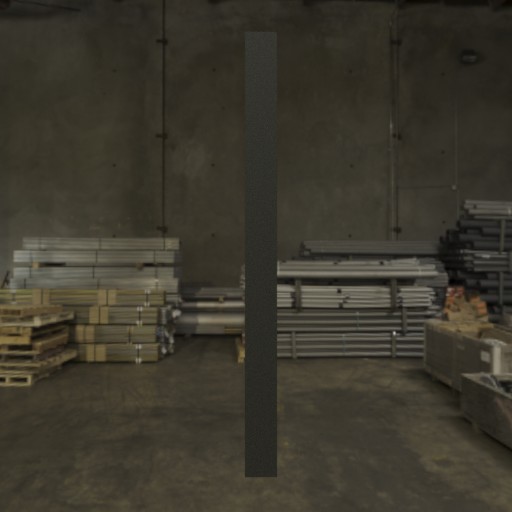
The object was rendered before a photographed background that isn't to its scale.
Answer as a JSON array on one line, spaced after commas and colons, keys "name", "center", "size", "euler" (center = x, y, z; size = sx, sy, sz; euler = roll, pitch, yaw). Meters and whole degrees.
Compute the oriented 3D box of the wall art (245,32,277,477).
[{"name": "wall art", "center": [0.000, 0.000, 0.529], "size": [0.024, 0.329, 0.404], "euler": [0, -1, -1]}]
